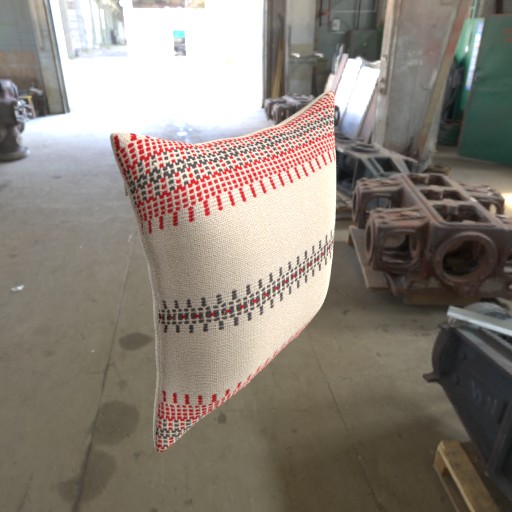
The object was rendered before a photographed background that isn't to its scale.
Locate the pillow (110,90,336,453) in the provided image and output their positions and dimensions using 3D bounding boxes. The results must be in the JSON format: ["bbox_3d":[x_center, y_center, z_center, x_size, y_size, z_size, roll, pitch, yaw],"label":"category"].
[{"bbox_3d":[0.000,0.000,0.699,0.160,0.454,0.463,18,32,32],"label":"pillow"}]
